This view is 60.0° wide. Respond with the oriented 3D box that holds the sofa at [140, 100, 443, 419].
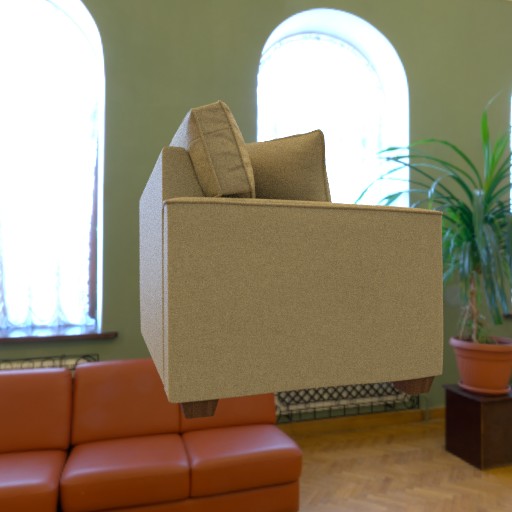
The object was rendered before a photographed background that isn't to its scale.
[{"bbox_3d":[0.000,0.000,2.067,0.991,0.989,1.388,0,-1,-18],"label":"sofa"}]
